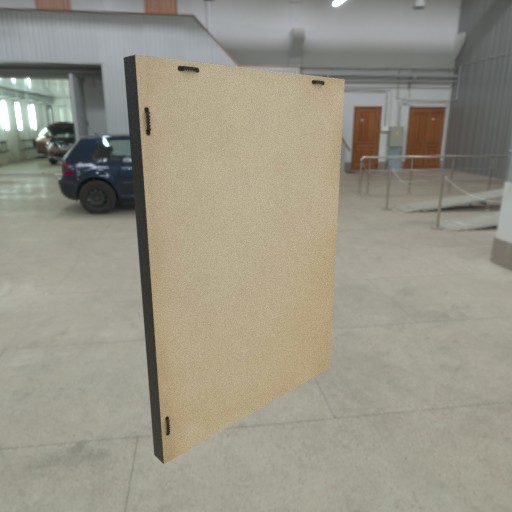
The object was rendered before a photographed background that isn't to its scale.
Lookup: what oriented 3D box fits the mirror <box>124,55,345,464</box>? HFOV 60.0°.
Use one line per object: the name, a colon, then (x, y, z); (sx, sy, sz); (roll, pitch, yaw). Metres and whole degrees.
mirror: (0.000, 0.000, 0.913); (0.507, 0.710, 0.040); (-15, 22, -41)
